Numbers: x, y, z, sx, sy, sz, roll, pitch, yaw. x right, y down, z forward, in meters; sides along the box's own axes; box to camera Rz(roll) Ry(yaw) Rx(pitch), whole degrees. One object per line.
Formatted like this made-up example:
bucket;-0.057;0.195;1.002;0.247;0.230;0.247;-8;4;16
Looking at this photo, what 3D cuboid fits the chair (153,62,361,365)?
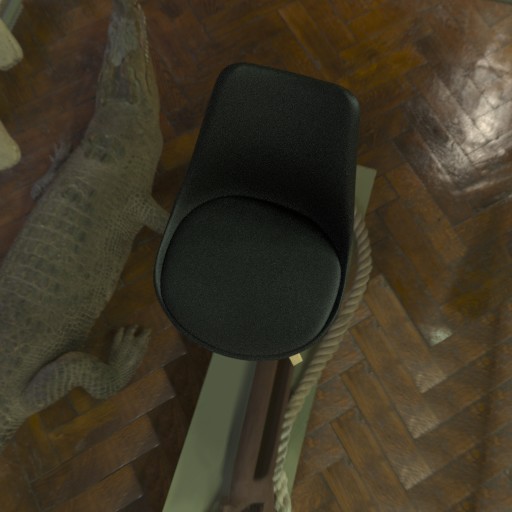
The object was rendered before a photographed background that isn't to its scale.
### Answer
chair;0.000;0.000;1.192;0.485;0.850;0.549;16;77;4
